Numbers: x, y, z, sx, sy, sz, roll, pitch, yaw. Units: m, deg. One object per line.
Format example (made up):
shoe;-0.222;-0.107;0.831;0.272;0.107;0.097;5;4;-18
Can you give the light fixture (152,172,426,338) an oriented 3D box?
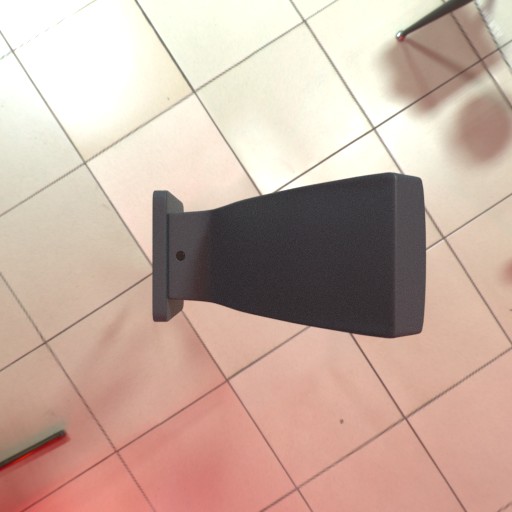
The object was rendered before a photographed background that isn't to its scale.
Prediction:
light fixture;0.000;0.000;0.334;0.174;0.243;0.108;0;90;-1
